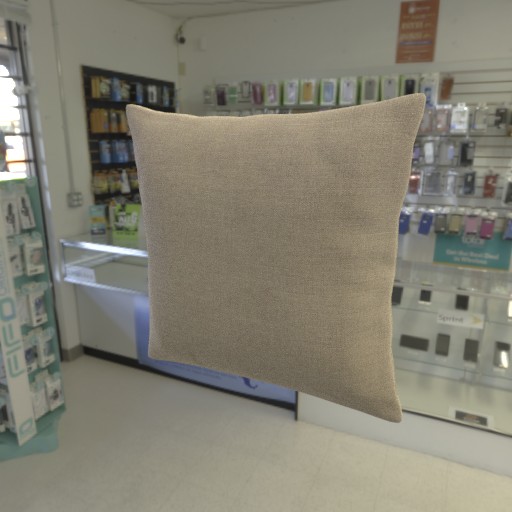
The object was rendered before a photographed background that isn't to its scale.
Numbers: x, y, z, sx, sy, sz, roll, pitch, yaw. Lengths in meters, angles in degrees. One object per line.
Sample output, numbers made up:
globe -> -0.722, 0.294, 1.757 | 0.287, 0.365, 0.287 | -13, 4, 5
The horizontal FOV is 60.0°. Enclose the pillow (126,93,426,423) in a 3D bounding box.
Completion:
pillow -> 0.000, 0.000, 0.764 | 0.523, 0.510, 0.166 | 7, 17, 26
